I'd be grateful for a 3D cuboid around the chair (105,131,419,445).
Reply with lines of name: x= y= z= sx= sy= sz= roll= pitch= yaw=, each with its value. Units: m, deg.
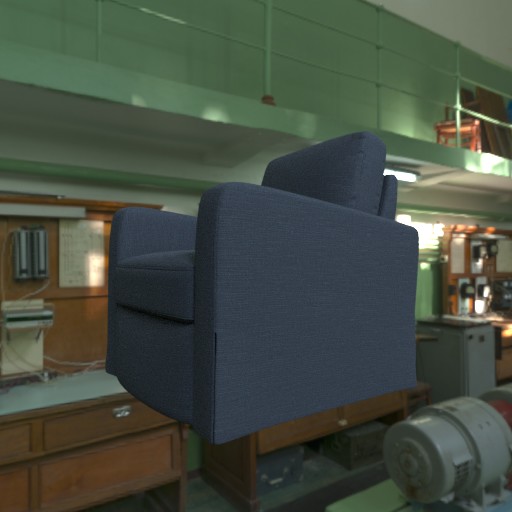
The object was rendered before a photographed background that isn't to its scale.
chair: x=0.000 y=0.000 z=1.540 sx=0.863 sy=0.855 sz=0.798 roll=0 pitch=0 yaw=-36
